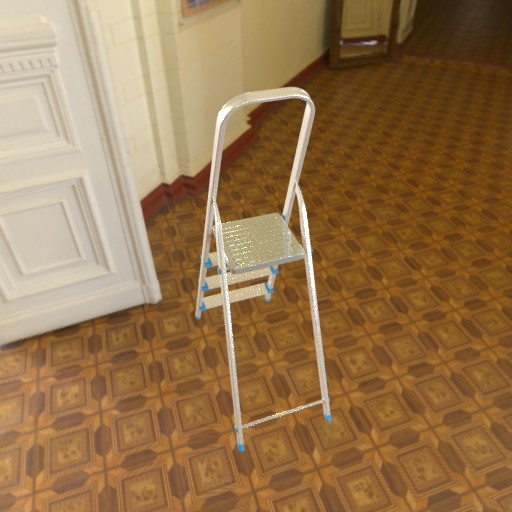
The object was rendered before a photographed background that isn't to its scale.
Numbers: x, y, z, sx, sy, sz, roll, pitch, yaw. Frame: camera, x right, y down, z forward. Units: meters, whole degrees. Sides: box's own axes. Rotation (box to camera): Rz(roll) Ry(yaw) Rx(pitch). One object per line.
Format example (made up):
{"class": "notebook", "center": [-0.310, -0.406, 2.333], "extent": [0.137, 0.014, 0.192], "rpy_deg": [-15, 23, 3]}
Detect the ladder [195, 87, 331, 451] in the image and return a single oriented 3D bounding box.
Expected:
{"class": "ladder", "center": [0.000, 0.000, 1.813], "extent": [0.445, 1.434, 0.842], "rpy_deg": [-13, 42, -14]}
